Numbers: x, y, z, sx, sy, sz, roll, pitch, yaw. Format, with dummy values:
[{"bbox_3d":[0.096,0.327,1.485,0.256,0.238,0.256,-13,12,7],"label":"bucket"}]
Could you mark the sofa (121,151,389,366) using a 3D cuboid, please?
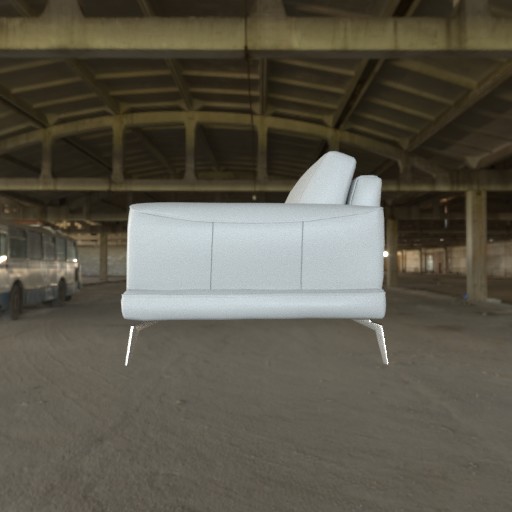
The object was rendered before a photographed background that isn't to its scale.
[{"bbox_3d":[0.000,0.000,2.817,1.121,0.930,2.177,0,-1,0],"label":"sofa"}]
